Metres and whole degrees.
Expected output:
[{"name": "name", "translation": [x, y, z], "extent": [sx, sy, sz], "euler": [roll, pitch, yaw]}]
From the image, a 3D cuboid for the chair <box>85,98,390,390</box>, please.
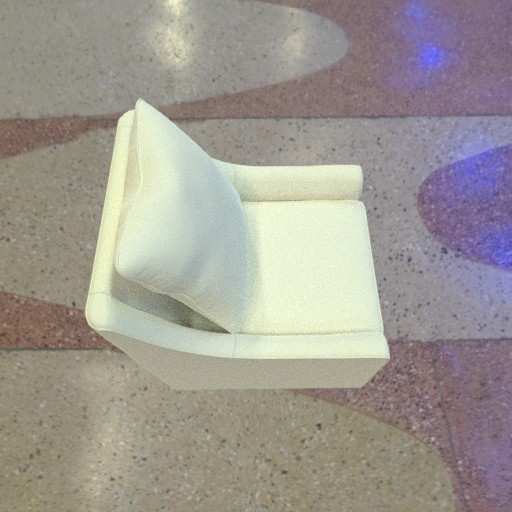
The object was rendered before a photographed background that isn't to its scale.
[{"name": "chair", "translation": [0.000, 0.000, 1.575], "extent": [0.876, 0.965, 0.756], "euler": [-1, 63, 0]}]
